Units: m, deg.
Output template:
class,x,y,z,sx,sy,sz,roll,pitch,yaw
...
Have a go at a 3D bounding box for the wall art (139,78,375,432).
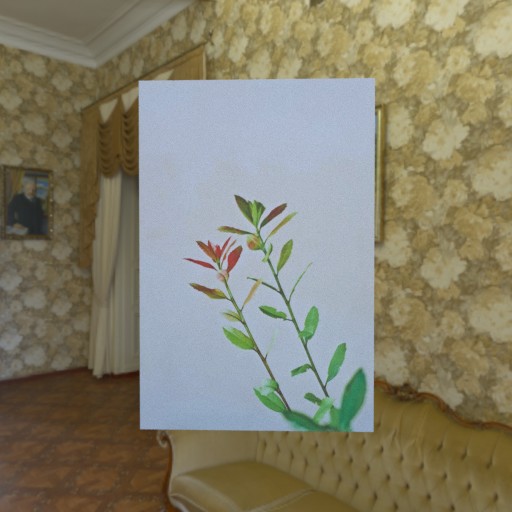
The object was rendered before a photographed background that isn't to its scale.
class,x,y,z,sx,sy,sz,roll,pitch,yaw
wall art,0.000,0.000,1.460,0.764,1.143,0.038,0,1,2
